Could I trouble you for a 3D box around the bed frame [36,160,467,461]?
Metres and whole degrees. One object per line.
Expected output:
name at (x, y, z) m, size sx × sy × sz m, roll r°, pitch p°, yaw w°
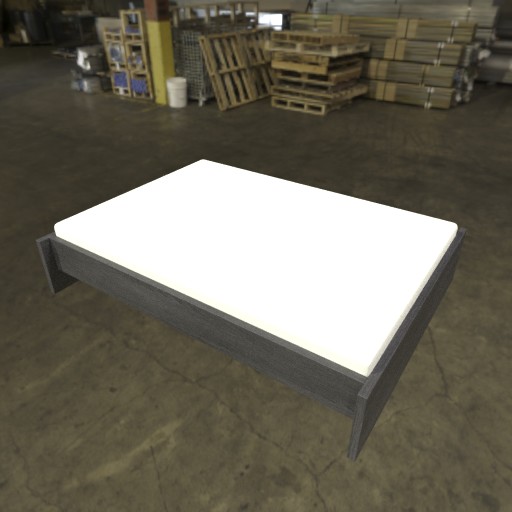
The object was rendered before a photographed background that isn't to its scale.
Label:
bed frame at (0.000, 0.000, 2.595) m, size 1.950 × 0.432 × 1.490 m, roll 20°, pitch 37°, yaw 29°
